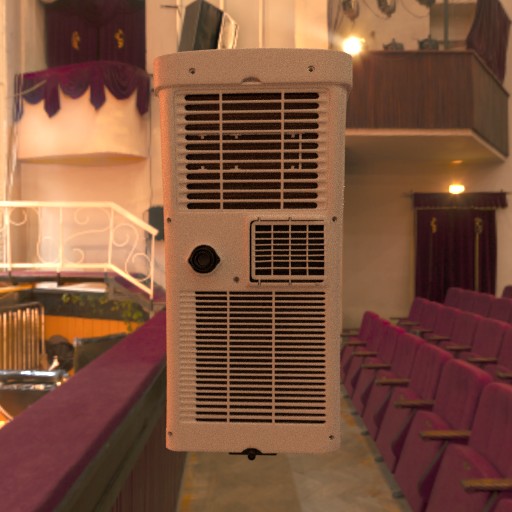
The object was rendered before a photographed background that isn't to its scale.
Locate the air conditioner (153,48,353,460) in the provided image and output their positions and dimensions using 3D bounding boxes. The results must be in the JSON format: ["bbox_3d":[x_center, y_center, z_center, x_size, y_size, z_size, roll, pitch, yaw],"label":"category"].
[{"bbox_3d":[0.000,0.000,0.932,0.352,0.716,0.369,0,0,3],"label":"air conditioner"}]
